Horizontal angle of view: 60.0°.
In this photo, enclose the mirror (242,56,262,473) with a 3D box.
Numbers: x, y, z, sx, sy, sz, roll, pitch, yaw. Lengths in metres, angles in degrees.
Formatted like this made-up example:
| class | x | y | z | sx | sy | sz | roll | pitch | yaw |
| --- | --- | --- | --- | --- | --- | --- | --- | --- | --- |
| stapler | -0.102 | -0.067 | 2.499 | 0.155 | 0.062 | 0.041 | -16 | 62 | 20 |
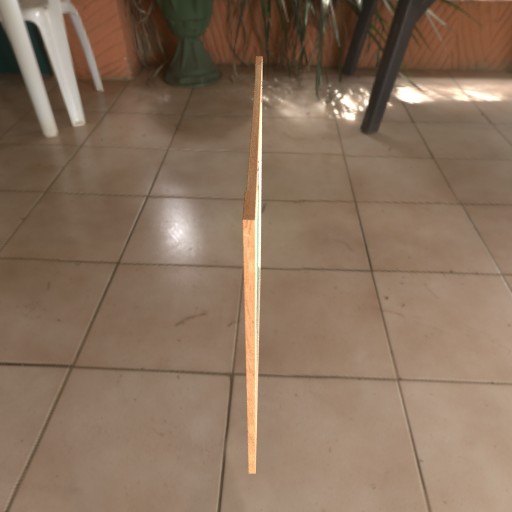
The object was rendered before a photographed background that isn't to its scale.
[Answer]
| class | x | y | z | sx | sy | sz | roll | pitch | yaw |
| --- | --- | --- | --- | --- | --- | --- | --- | --- | --- |
| mirror | 0.000 | 0.000 | 1.199 | 0.020 | 0.800 | 0.800 | 1 | 40 | 1 |
